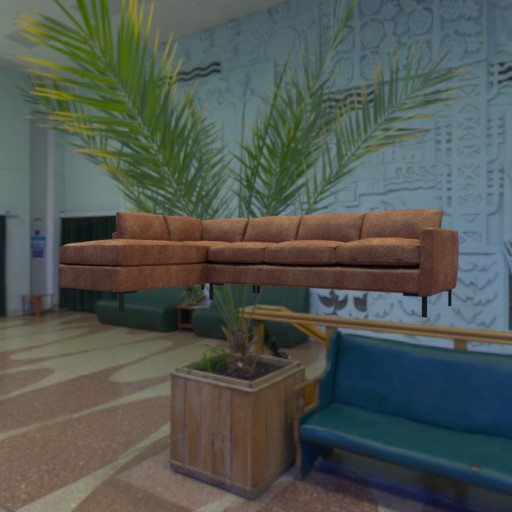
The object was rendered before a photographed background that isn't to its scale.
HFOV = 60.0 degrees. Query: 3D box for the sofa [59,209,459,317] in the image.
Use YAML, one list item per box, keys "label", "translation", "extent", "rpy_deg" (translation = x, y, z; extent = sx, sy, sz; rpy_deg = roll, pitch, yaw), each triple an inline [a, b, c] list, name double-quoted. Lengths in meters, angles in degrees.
- label: "sofa"
  translation: [0.000, 0.000, 3.899]
  extent: [2.984, 0.877, 1.938]
  rpy_deg: [1, 1, 34]
